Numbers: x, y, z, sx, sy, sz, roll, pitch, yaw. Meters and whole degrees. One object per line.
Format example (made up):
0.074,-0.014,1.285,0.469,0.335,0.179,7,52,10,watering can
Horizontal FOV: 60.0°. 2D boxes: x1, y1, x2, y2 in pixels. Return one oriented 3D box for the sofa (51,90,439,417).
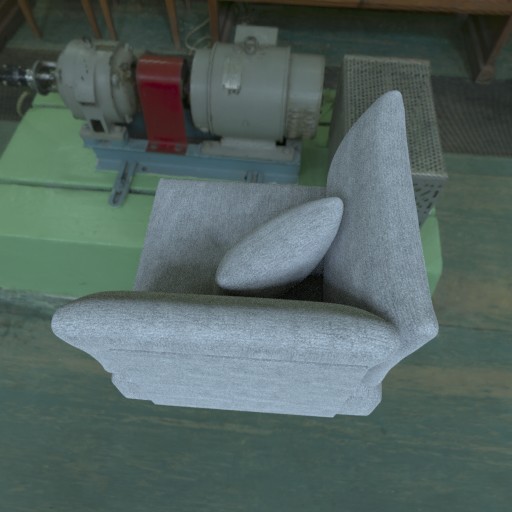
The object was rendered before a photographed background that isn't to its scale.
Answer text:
0.000,0.000,1.679,1.000,0.820,1.000,3,58,2,sofa
